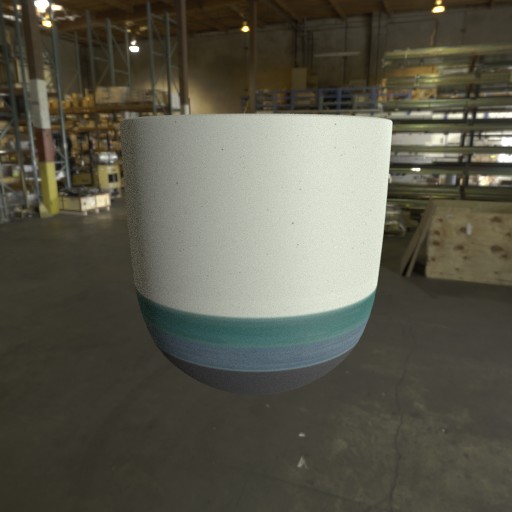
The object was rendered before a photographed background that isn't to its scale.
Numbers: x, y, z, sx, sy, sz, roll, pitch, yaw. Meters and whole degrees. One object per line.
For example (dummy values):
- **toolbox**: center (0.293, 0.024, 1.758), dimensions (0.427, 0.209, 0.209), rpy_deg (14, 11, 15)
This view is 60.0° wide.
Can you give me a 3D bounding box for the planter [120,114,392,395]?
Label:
- **planter**: center (0.000, 0.000, 0.371), dimensions (0.204, 0.214, 0.204), rpy_deg (0, 14, 0)
